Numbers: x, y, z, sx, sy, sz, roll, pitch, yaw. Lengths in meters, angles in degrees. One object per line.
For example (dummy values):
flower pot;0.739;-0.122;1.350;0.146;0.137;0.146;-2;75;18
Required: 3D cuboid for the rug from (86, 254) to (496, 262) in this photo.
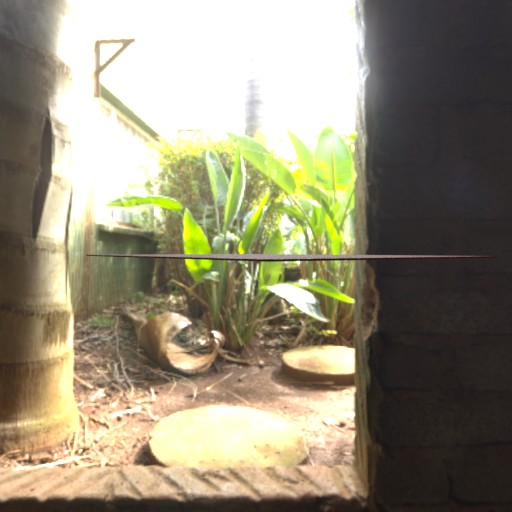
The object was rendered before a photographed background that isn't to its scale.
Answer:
rug;0.000;0.000;2.273;1.217;0.007;1.828;0;1;-35
